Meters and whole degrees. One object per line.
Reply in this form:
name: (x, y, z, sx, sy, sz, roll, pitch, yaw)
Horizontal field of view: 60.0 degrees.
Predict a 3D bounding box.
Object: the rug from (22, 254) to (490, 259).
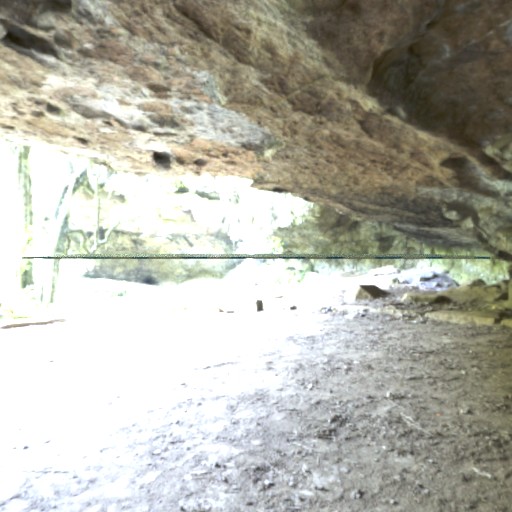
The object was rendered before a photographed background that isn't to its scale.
rug: (0.000, 0.000, 1.658, 1.492, 0.007, 0.503, 0, 1, 0)
